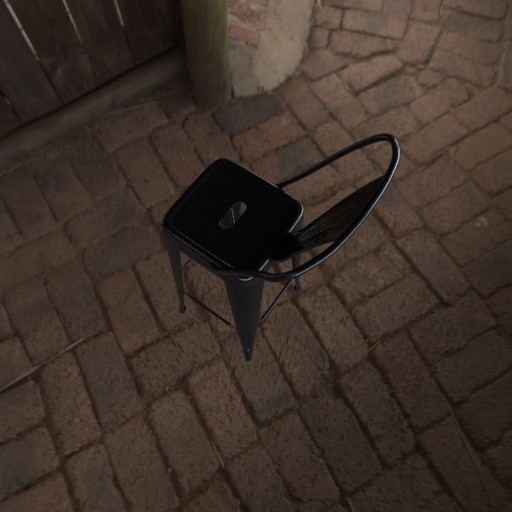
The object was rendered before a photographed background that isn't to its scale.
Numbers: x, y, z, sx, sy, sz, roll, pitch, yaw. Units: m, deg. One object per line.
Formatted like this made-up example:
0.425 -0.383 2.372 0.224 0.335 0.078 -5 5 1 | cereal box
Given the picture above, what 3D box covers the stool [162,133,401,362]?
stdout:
0.000 0.000 1.327 0.513 1.096 0.399 33 70 14 | stool
